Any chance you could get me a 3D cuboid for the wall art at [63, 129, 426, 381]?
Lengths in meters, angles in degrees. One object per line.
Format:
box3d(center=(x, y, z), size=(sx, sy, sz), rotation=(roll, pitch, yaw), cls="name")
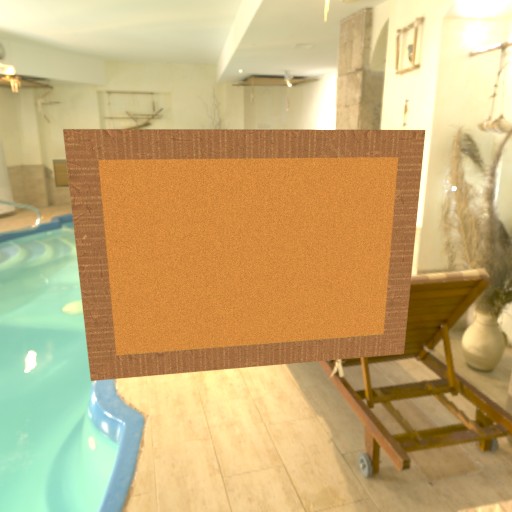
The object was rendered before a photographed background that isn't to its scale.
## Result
box3d(center=(0.000, 0.000, 1.386), size=(1.056, 0.761, 0.020), rotation=(-3, 16, -9), cls="wall art")
